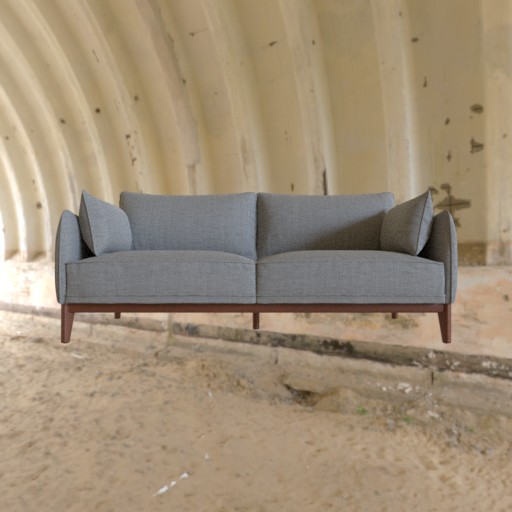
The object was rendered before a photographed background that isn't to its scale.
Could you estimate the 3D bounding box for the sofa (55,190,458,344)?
[{"bbox_3d":[0.000,0.000,2.554,1.989,0.851,0.972,0,0,0],"label":"sofa"}]
